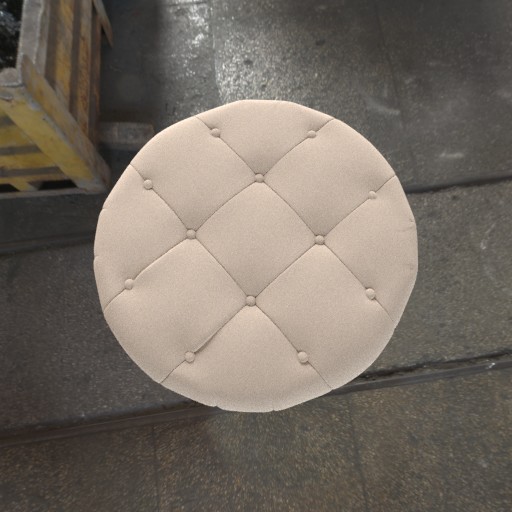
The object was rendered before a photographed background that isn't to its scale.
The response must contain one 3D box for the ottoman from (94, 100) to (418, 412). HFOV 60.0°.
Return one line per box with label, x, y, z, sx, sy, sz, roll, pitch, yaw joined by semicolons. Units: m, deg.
ottoman;0.000;0.000;1.370;0.901;0.439;0.901;0;75;0
